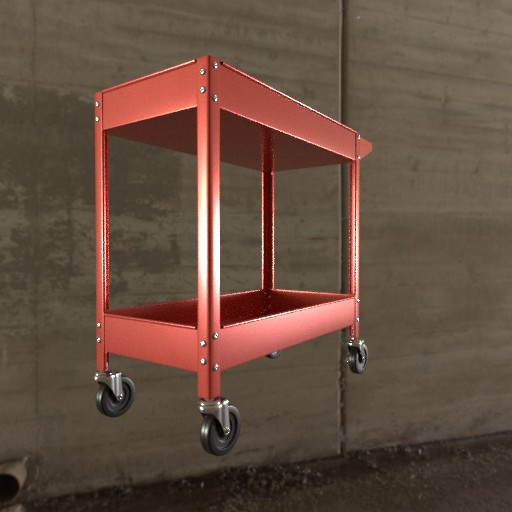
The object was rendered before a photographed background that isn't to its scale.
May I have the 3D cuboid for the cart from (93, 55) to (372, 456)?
[{"bbox_3d":[0.000,0.000,1.185,0.366,0.719,0.779,1,2,36],"label":"cart"}]
